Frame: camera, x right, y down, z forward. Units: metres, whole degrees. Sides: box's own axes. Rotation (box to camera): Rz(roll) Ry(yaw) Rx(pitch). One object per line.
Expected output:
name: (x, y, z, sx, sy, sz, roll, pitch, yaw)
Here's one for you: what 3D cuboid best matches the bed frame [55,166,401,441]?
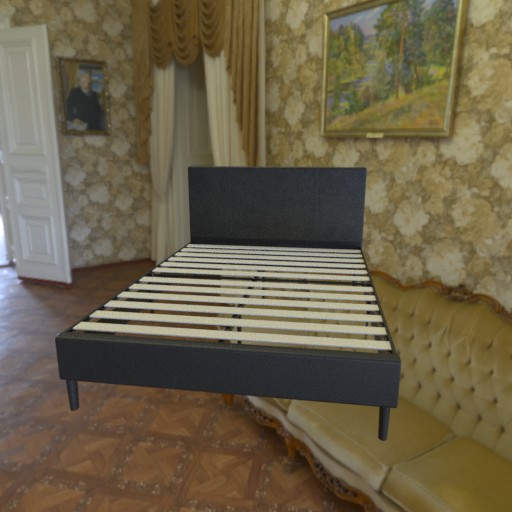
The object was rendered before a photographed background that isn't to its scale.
bed frame: (0.000, 0.000, 3.109, 1.634, 1.127, 2.318, 2, 14, 9)
